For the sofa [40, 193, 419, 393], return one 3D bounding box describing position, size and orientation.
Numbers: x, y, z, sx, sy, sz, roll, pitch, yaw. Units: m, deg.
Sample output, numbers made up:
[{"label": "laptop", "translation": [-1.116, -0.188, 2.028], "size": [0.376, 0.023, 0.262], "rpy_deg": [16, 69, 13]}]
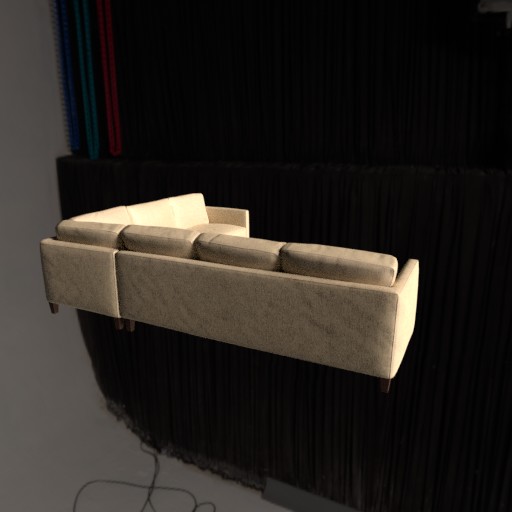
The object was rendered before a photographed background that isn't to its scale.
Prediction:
[{"label": "sofa", "translation": [0.000, 0.000, 4.591], "size": [3.302, 0.947, 2.593], "rpy_deg": [7, 16, 25]}]
